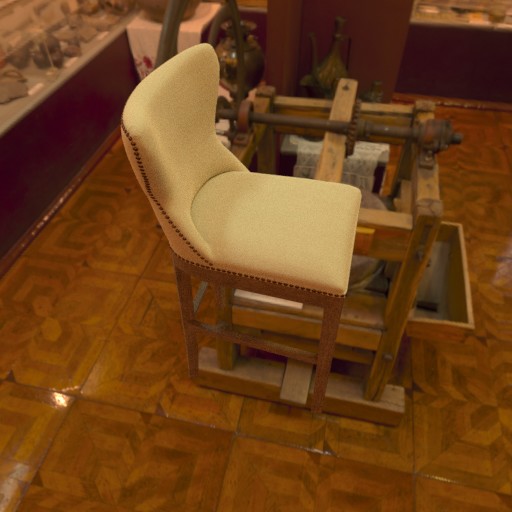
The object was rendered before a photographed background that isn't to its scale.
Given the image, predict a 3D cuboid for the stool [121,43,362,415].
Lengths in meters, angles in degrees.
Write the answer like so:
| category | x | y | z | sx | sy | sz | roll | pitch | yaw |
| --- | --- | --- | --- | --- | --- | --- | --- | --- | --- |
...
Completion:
| category | x | y | z | sx | sy | sz | roll | pitch | yaw |
| --- | --- | --- | --- | --- | --- | --- | --- | --- | --- |
| stool | 0.000 | 0.000 | 1.426 | 0.606 | 1.123 | 0.494 | 11 | 47 | 10 |
